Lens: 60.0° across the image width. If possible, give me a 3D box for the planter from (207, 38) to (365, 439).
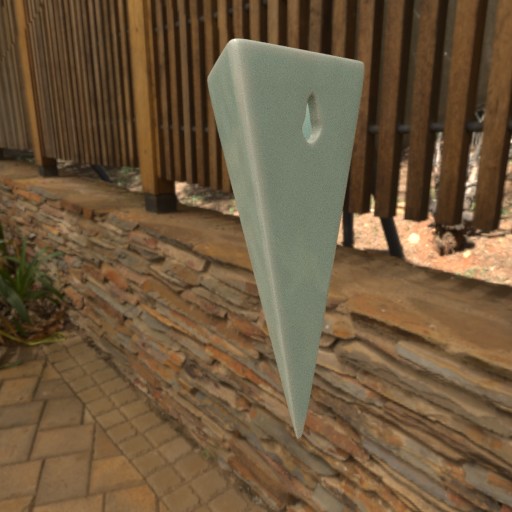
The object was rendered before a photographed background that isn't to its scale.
[{"bbox_3d":[0.000,0.000,0.218,0.064,0.178,0.080,15,22,43],"label":"planter"}]
